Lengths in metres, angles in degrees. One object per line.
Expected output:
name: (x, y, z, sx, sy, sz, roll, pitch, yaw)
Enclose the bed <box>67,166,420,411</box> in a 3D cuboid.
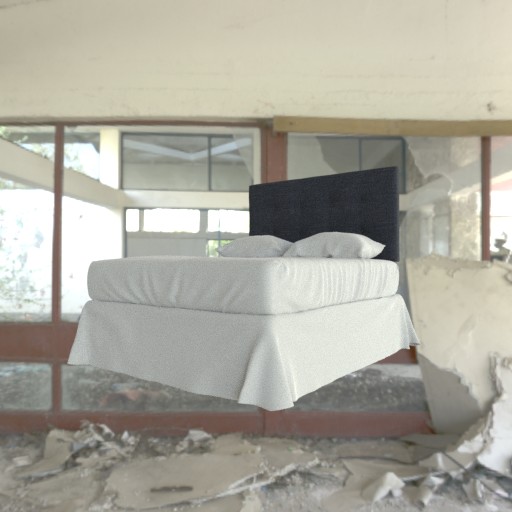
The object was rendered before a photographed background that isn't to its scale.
bed: (0.000, 0.000, 3.541, 1.936, 1.577, 2.222, -1, -1, 37)
